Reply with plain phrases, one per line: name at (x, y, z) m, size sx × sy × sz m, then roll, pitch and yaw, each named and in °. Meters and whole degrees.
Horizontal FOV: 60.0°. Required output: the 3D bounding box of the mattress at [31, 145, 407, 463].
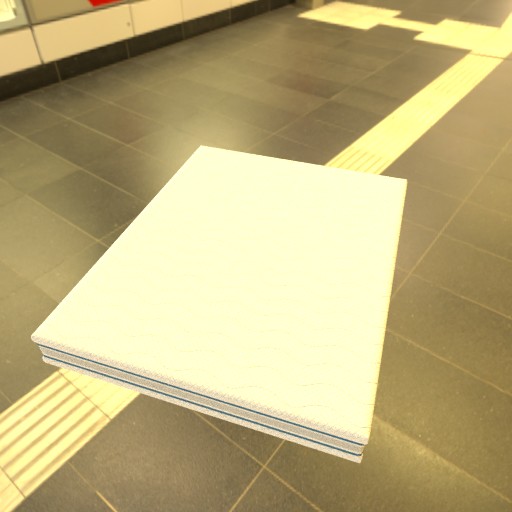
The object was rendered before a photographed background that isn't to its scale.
mattress at (0.000, 0.000, 2.693) m, size 1.600 × 0.230 × 2.000 m, roll 13°, pitch 43°, yaw 14°
